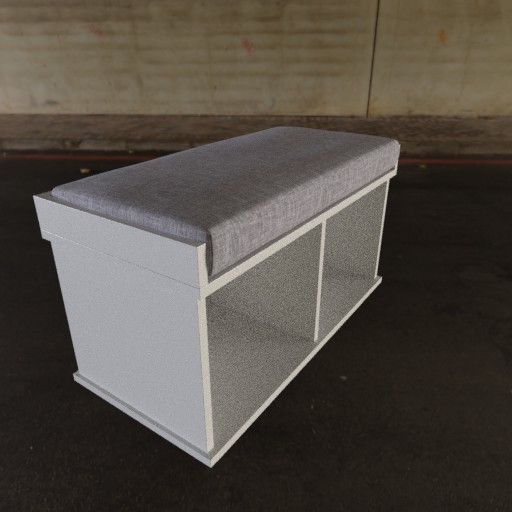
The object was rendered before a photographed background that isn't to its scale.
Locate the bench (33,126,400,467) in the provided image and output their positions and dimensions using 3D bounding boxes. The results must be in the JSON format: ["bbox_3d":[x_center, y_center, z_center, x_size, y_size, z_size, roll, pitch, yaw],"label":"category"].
[{"bbox_3d":[0.000,0.000,0.977,0.362,0.461,0.734,17,30,31],"label":"bench"}]
